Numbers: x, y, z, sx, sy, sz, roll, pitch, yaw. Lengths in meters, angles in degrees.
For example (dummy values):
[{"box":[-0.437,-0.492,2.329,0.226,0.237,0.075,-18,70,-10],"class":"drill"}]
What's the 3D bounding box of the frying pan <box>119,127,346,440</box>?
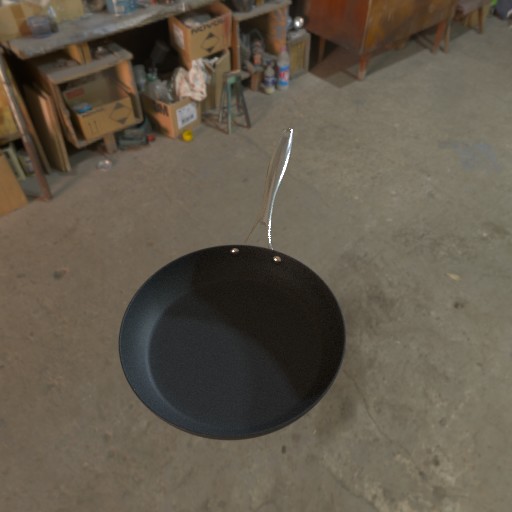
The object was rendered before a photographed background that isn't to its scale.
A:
[{"box":[0.000,0.000,0.576,0.255,0.105,0.472,10,48,10],"class":"frying pan"}]
